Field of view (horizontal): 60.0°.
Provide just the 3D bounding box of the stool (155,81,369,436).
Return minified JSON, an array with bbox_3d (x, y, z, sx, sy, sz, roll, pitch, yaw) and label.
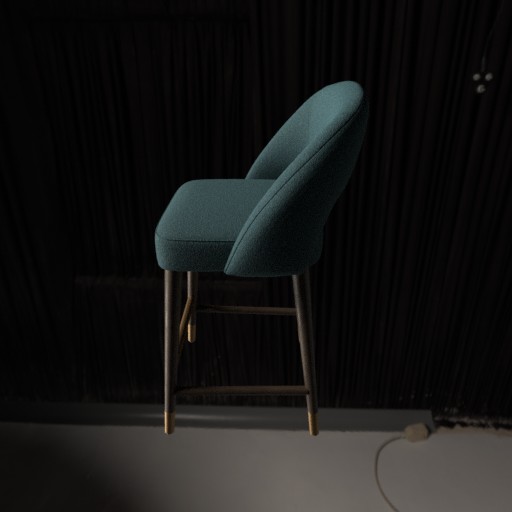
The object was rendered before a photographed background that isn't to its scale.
[{"bbox_3d":[0.000,0.000,1.281,0.522,0.939,0.536,0,26,1],"label":"stool"}]
